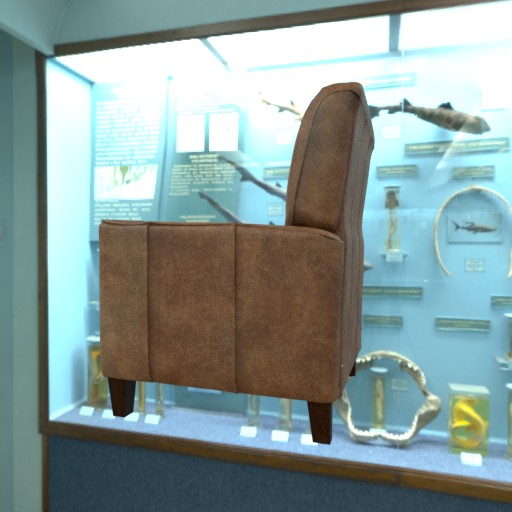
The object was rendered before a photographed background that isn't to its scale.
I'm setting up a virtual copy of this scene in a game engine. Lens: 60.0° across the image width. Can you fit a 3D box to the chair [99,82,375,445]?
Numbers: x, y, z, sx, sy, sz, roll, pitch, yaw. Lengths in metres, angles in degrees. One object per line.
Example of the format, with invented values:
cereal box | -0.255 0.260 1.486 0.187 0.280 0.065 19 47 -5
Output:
chair | 0.000 0.000 1.673 0.836 1.043 0.843 0 1 18
